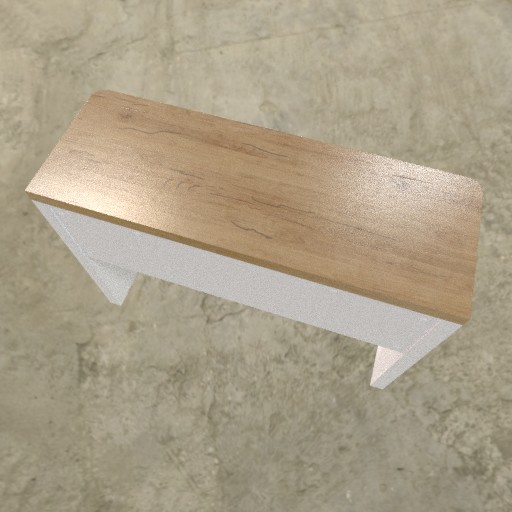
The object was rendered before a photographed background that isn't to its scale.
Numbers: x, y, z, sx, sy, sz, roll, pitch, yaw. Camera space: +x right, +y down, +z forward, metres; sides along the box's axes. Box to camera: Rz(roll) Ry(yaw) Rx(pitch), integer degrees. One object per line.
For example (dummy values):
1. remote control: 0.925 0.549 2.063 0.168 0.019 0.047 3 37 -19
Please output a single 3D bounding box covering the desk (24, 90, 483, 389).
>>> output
1. desk: 0.000 0.000 1.459 1.100 0.760 0.390 16 63 8
